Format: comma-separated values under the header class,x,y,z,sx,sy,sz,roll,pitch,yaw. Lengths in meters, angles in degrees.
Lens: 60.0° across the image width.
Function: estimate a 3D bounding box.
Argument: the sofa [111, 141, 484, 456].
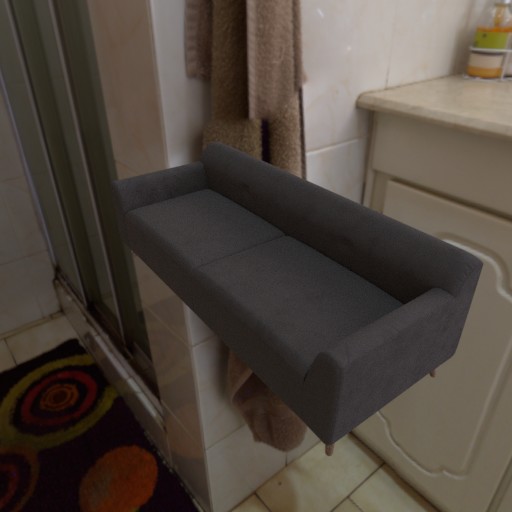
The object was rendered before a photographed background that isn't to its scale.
class,x,y,z,sx,sy,sz,roll,pitch,yaw
sofa,0.000,0.000,2.645,0.900,0.740,2.190,-21,37,-31
